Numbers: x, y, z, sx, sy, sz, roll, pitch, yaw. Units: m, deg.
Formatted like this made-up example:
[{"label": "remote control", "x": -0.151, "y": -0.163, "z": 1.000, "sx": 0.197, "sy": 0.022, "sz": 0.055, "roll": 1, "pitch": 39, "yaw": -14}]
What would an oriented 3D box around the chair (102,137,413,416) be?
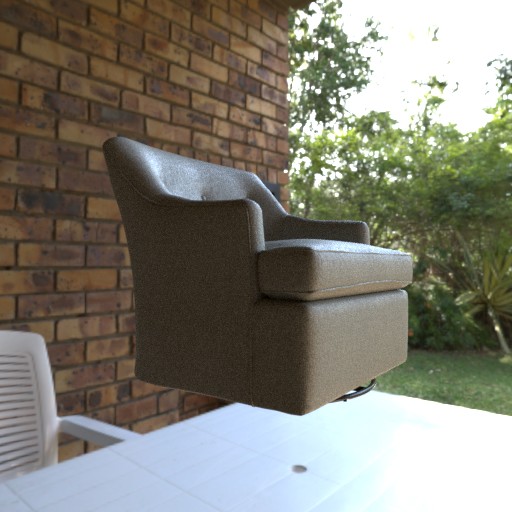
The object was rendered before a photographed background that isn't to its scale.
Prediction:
[{"label": "chair", "x": 0.000, "y": 0.000, "z": 1.622, "sx": 0.923, "sy": 0.856, "sz": 0.864, "roll": -1, "pitch": -1, "yaw": 37}]
